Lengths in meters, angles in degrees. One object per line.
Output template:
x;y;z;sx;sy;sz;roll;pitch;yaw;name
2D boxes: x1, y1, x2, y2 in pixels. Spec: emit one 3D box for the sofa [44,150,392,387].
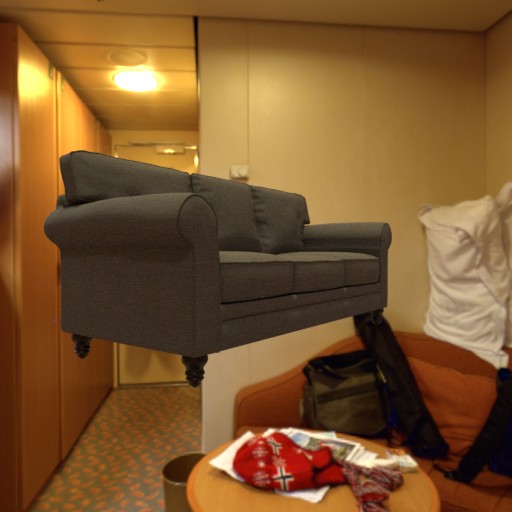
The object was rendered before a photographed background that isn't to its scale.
0.000;0.000;2.589;0.909;0.966;2.084;0;0;37;sofa
